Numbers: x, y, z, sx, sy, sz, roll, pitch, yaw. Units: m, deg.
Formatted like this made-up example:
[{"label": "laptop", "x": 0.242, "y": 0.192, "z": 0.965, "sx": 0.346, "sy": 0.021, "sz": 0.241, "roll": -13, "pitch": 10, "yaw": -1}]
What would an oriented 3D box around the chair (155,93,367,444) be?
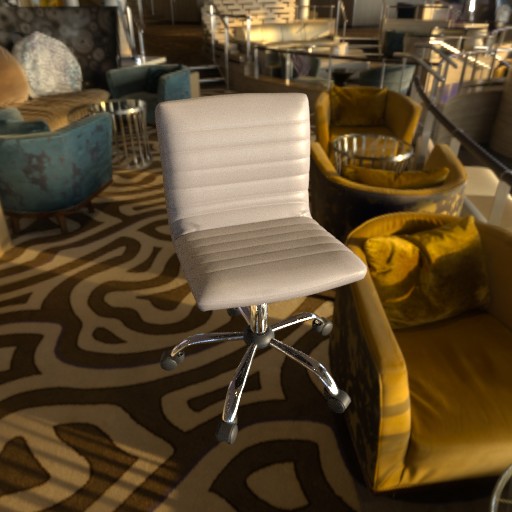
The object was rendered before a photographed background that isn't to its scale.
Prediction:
[{"label": "chair", "x": 0.000, "y": 0.000, "z": 1.170, "sx": 0.569, "sy": 0.750, "sz": 0.542, "roll": -9, "pitch": 32, "yaw": -15}]
